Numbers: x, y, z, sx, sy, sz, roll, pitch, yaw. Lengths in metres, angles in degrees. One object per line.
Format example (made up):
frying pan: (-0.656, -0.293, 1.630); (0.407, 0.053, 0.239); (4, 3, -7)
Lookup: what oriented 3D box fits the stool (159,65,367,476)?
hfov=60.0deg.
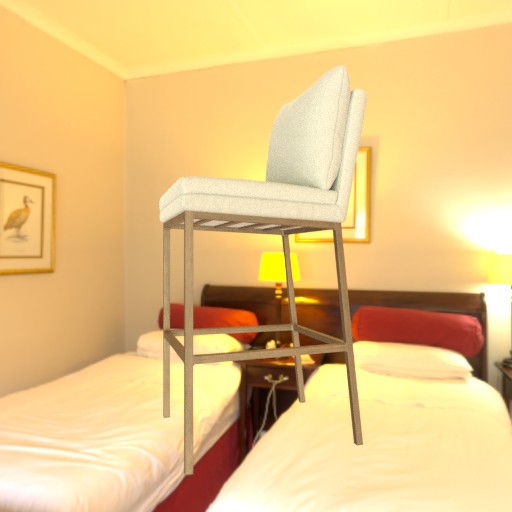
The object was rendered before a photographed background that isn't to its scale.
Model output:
stool: (0.000, 0.000, 1.437); (0.572, 1.125, 0.463); (0, 0, -19)
